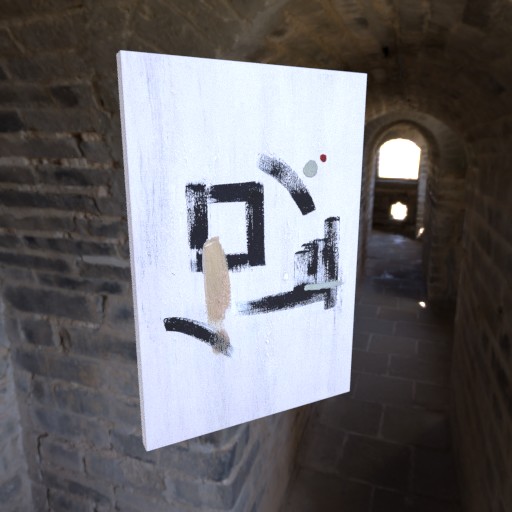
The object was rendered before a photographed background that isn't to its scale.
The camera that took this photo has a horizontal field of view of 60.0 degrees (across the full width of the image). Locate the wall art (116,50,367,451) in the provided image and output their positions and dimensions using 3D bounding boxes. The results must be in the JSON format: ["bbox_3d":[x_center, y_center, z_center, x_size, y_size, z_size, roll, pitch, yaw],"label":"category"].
[{"bbox_3d":[0.000,0.000,1.138,0.624,0.914,0.043,-7,15,-26],"label":"wall art"}]
